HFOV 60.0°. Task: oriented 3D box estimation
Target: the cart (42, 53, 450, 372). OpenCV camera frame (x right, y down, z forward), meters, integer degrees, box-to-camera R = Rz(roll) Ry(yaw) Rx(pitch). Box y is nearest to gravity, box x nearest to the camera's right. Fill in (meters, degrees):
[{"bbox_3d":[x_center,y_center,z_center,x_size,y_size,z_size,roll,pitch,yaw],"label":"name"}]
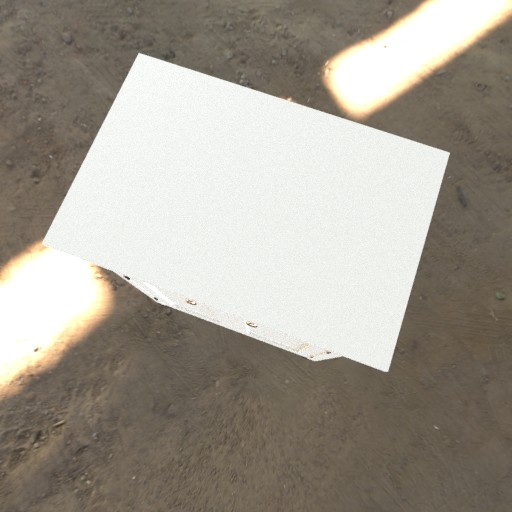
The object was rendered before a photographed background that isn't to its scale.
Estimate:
[{"bbox_3d":[0.000,0.000,1.260,0.683,0.864,0.442,20,76,5],"label":"cart"}]
